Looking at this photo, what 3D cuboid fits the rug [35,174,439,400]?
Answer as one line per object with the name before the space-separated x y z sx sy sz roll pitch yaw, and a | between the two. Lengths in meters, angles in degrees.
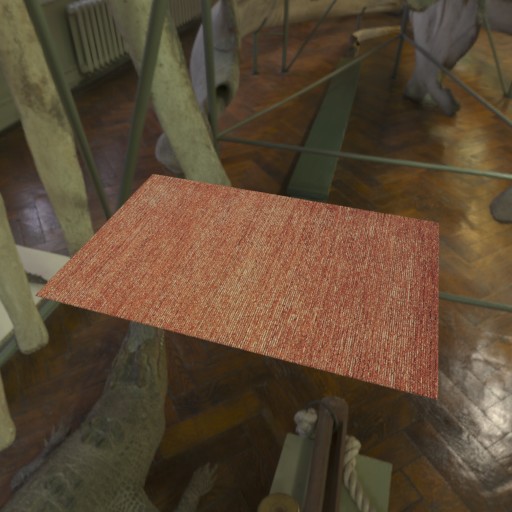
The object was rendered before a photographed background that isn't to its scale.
rug | 0.000 0.000 2.224 1.747 0.011 1.139 12 42 13
